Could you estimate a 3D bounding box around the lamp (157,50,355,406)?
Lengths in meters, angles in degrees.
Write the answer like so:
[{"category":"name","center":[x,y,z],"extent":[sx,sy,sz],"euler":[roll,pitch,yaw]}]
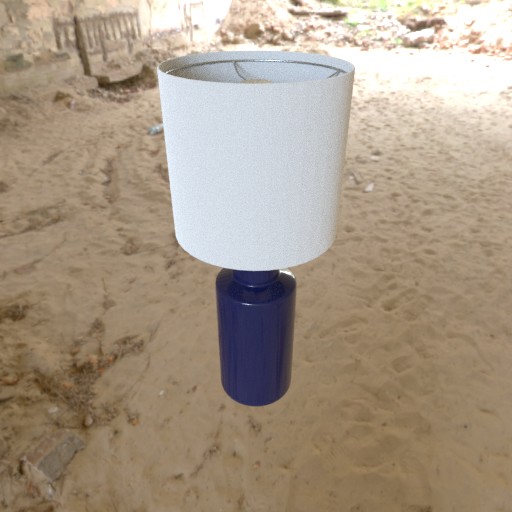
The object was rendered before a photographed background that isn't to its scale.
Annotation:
[{"category":"lamp","center":[0.000,0.000,0.613],"extent":[0.212,0.493,0.212],"euler":[-9,33,-14]}]
